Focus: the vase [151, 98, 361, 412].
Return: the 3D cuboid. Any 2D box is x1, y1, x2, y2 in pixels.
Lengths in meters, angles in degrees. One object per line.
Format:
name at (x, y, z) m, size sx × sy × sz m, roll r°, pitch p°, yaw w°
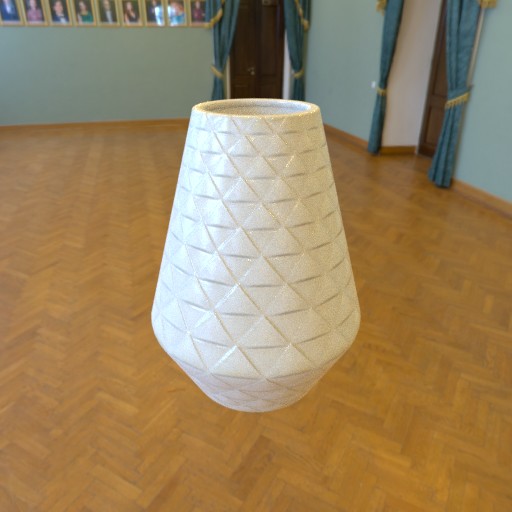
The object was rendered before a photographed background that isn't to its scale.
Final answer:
vase at (0.000, 0.000, 0.357) m, size 0.175 × 0.230 × 0.175 m, roll 0°, pitch 26°, yaw 0°
